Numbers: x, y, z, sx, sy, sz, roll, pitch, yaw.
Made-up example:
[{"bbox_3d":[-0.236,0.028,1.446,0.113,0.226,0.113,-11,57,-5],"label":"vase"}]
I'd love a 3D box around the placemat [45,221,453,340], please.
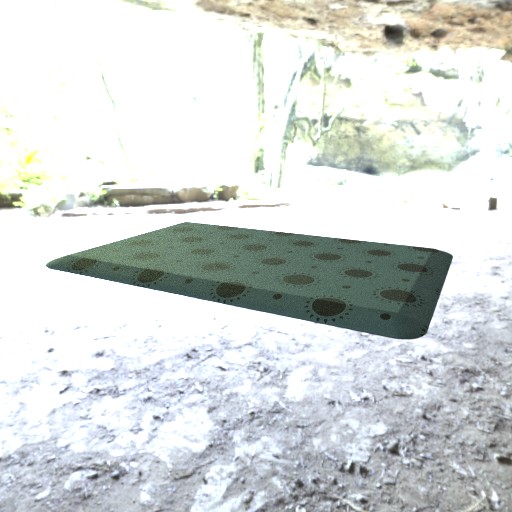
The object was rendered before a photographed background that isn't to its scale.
[{"bbox_3d":[0.000,0.000,0.967,0.762,0.021,0.508,8,17,27],"label":"placemat"}]
